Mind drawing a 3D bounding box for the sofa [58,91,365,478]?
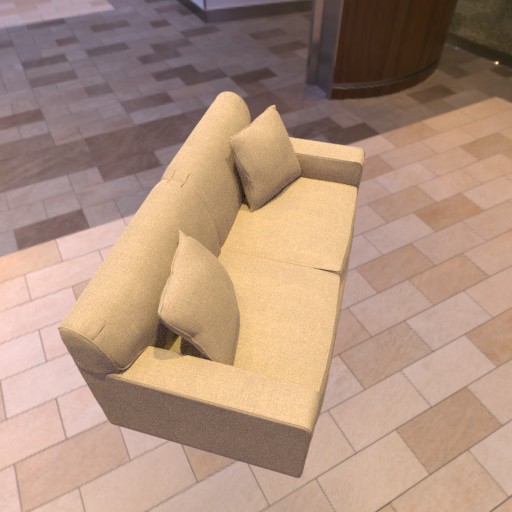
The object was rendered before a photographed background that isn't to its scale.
[{"bbox_3d":[0.000,0.000,2.382,0.998,0.958,1.846,11,48,10],"label":"sofa"}]
